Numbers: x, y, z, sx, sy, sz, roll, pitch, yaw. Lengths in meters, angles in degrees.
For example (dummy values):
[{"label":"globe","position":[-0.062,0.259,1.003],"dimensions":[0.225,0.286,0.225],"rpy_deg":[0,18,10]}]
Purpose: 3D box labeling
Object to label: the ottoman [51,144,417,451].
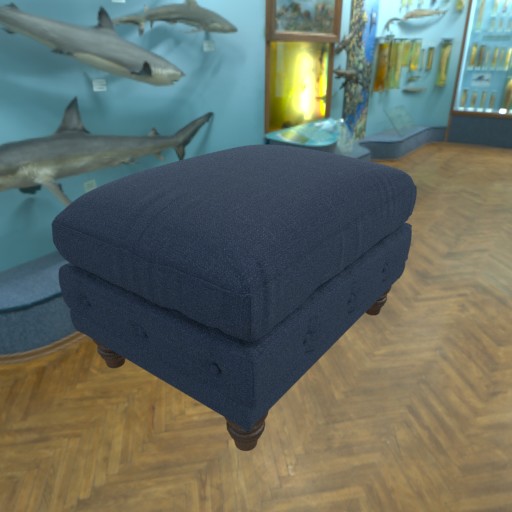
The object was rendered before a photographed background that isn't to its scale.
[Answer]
[{"label":"ottoman","position":[0.000,0.000,1.128],"dimensions":[0.558,0.486,0.767],"rpy_deg":[18,30,33]}]
